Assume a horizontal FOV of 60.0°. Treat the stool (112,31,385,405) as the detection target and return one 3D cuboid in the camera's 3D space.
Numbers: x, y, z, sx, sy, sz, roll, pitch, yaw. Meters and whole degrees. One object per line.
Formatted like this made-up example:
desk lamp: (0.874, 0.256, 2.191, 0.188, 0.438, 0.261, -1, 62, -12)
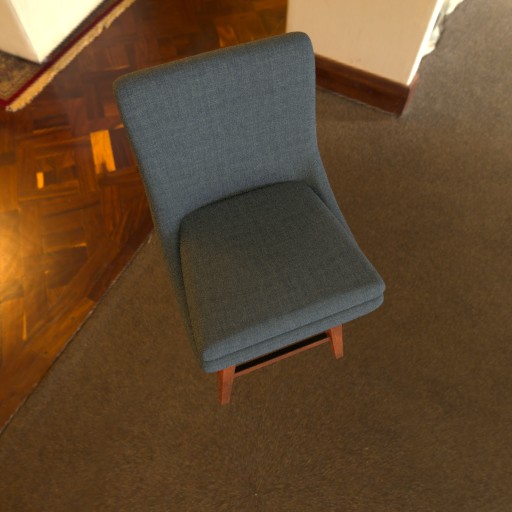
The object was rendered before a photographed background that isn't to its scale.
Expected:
stool: (0.000, 0.000, 1.174, 0.467, 0.895, 0.524, -19, 63, -10)
